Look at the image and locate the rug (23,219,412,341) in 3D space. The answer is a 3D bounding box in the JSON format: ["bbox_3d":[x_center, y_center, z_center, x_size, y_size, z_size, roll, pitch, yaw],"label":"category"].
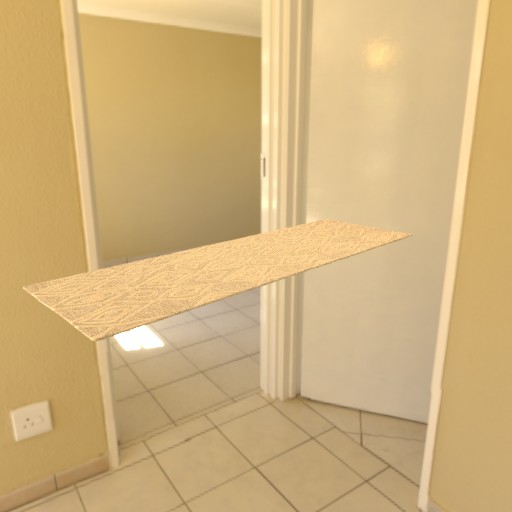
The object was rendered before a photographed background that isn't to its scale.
[{"bbox_3d":[0.000,0.000,2.718,2.436,0.013,0.807,-15,22,-42],"label":"rug"}]
